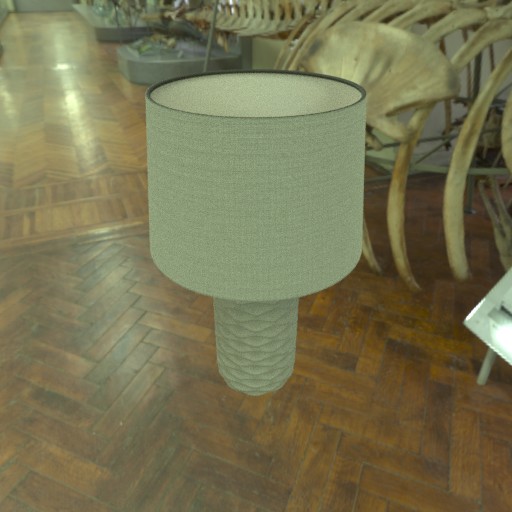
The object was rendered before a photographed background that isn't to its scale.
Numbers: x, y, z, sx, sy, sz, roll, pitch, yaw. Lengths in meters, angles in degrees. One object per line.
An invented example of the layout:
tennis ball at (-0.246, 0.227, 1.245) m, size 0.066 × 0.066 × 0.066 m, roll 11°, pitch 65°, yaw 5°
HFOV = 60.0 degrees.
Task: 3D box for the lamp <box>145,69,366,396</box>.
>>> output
lamp at (0.000, 0.000, 0.823) m, size 0.376 × 0.594 × 0.376 m, roll 0°, pitch 32°, yaw 0°
